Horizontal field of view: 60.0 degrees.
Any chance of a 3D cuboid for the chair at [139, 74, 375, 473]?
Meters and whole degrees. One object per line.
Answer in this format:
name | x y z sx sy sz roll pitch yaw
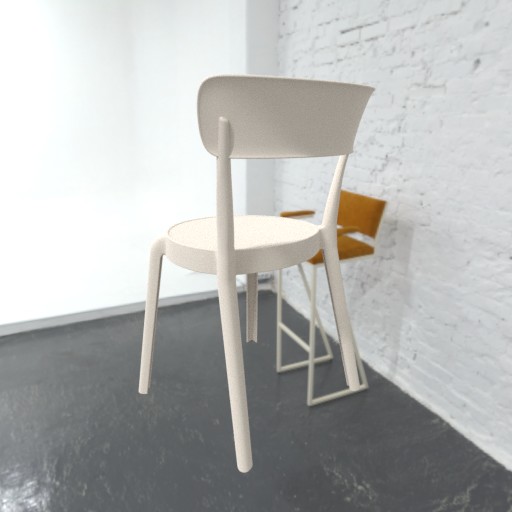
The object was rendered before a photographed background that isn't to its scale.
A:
chair | 0.000 0.000 1.110 0.491 0.790 0.506 16 22 43
